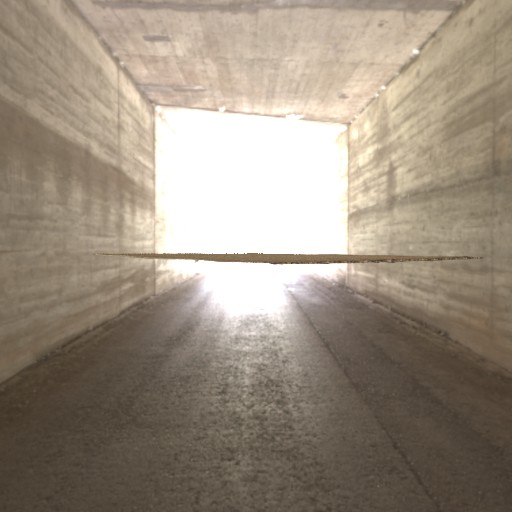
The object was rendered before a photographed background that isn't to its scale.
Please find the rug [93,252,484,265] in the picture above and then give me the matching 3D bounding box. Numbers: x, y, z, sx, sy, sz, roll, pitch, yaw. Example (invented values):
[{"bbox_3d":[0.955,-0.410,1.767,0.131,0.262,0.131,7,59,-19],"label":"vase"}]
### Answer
[{"bbox_3d":[0.000,0.000,2.401,1.218,0.017,1.861,-1,2,-36],"label":"rug"}]
